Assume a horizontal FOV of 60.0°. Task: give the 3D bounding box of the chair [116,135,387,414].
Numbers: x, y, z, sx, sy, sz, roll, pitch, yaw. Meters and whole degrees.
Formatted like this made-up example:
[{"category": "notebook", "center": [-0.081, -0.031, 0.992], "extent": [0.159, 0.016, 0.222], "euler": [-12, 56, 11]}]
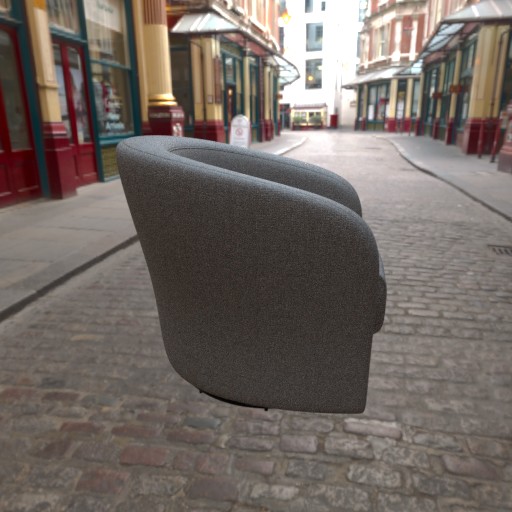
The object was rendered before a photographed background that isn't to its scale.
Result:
[{"category": "chair", "center": [0.000, 0.000, 1.477], "extent": [0.815, 0.771, 0.791], "euler": [3, 17, 9]}]
